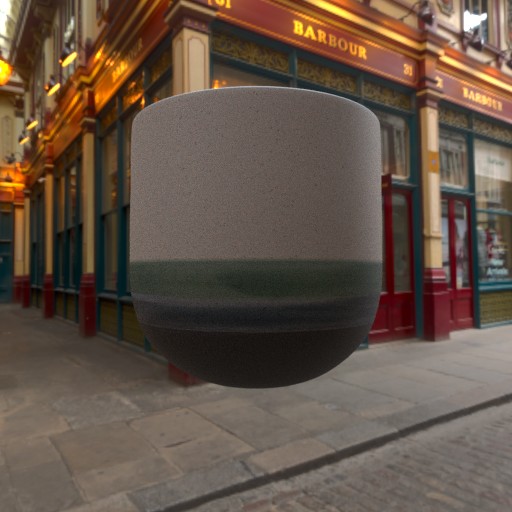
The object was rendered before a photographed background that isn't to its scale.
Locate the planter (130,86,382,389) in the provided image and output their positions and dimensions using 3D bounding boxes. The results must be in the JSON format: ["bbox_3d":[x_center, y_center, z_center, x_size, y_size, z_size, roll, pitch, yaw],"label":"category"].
[{"bbox_3d":[0.000,0.000,0.489,0.268,0.270,0.268,0,-2,0],"label":"planter"}]
